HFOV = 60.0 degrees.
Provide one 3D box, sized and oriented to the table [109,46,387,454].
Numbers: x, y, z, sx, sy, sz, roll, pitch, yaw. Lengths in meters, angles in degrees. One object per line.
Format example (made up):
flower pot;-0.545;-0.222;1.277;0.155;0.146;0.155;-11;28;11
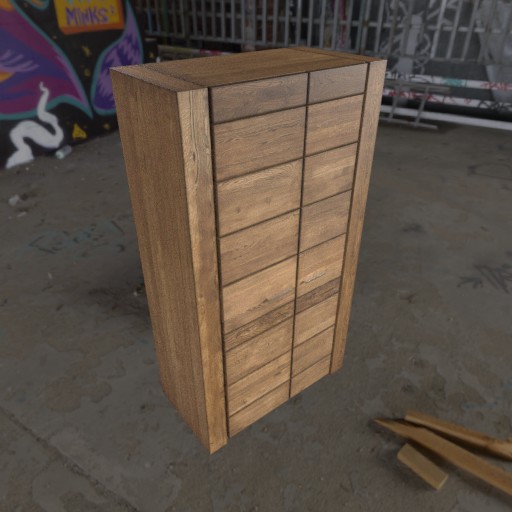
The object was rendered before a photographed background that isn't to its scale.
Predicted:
table;0.000;0.000;2.483;1.100;2.000;0.600;-23;39;-31
